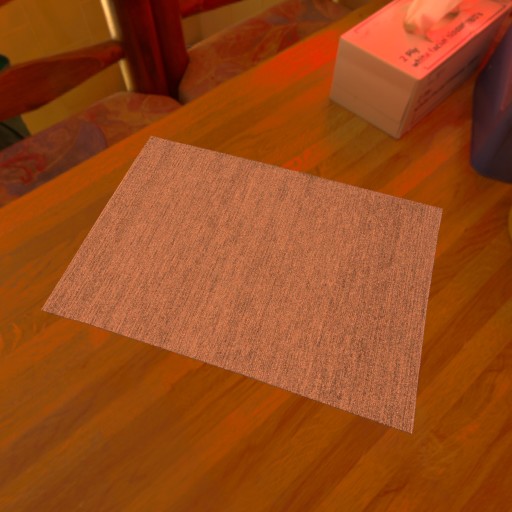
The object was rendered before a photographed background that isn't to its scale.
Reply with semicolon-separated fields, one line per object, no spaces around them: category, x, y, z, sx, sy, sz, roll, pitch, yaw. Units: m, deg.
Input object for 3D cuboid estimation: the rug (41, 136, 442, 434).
rug;0.000;0.000;3.005;2.338;0.030;1.616;16;61;9
